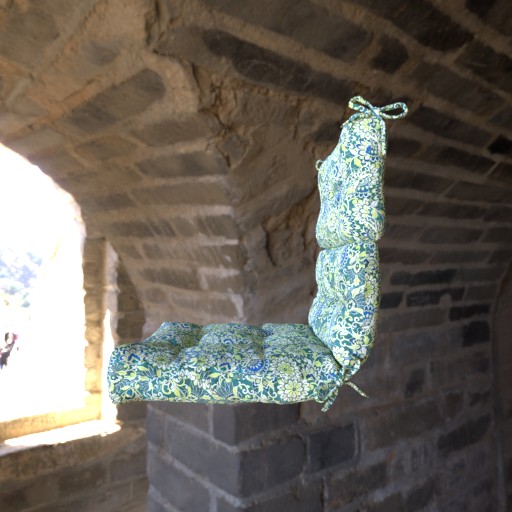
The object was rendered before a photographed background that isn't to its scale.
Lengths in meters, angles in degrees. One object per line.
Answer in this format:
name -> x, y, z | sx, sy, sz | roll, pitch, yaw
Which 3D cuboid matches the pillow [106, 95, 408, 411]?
pillow -> 0.000, 0.000, 1.053 | 0.571, 0.605, 0.519 | 0, -1, 1
